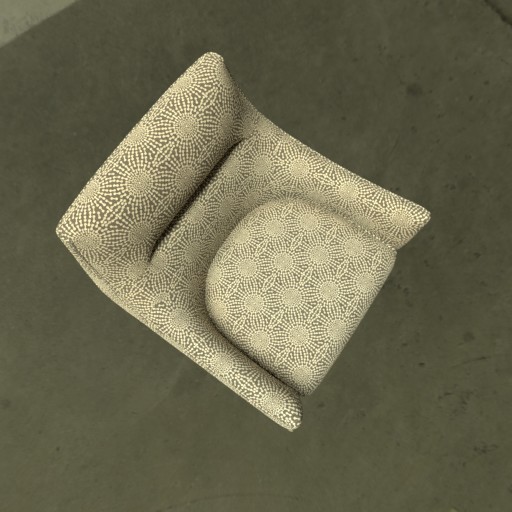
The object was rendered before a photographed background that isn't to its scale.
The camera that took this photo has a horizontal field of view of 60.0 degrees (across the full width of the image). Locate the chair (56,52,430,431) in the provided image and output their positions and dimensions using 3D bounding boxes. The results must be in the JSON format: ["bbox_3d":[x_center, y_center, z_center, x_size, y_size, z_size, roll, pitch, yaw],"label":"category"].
[{"bbox_3d":[0.000,0.000,1.443,0.787,0.838,0.762,34,78,8],"label":"chair"}]
